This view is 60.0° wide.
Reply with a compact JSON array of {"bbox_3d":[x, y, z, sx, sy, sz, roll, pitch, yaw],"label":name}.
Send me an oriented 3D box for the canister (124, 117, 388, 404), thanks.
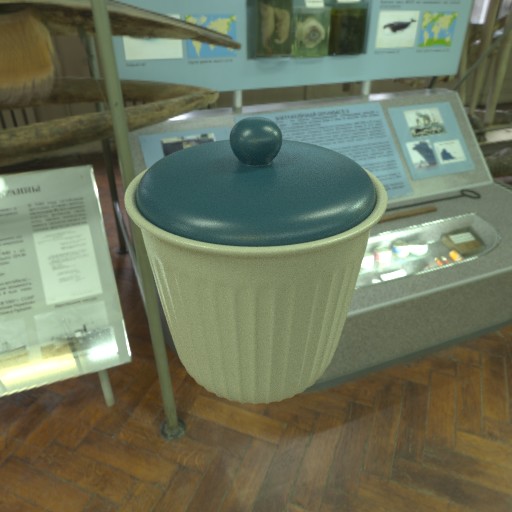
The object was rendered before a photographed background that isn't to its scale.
[{"bbox_3d":[0.000,0.000,0.344,0.181,0.211,0.181,0,32,0],"label":"canister"}]
